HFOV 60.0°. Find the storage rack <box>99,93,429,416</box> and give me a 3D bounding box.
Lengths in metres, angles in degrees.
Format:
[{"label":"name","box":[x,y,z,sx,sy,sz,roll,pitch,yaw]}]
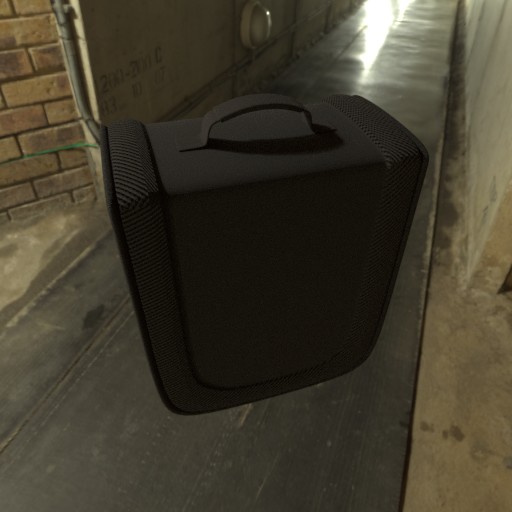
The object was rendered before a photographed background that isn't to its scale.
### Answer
[{"label":"storage rack","box":[0.000,0.000,0.540,0.297,0.387,0.168,-11,41,-13]}]
